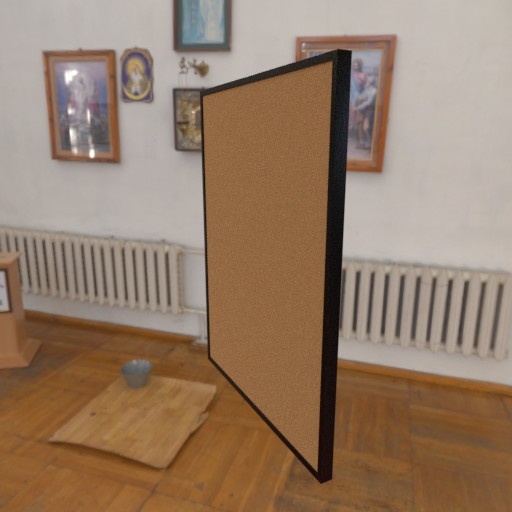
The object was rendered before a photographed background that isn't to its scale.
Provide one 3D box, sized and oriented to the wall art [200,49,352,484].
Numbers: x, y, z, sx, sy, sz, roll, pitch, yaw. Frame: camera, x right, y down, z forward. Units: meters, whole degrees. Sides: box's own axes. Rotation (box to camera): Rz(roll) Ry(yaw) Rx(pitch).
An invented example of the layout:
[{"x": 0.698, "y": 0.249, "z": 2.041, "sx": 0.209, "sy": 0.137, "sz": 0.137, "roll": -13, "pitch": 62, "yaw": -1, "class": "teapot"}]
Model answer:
[{"x": 0.000, "y": 0.000, "z": 1.398, "sx": 0.040, "sy": 1.062, "sz": 0.805, "roll": -7, "pitch": 15, "yaw": -27, "class": "wall art"}]
